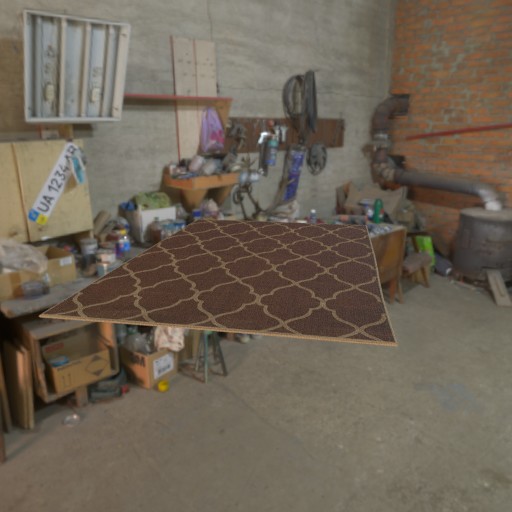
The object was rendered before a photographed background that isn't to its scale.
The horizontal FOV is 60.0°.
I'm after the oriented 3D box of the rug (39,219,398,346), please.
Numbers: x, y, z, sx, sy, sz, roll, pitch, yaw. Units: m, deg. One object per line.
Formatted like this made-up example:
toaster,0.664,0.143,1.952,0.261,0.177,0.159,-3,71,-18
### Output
rug,0.000,0.000,2.893,1.528,0.014,2.294,3,16,10
